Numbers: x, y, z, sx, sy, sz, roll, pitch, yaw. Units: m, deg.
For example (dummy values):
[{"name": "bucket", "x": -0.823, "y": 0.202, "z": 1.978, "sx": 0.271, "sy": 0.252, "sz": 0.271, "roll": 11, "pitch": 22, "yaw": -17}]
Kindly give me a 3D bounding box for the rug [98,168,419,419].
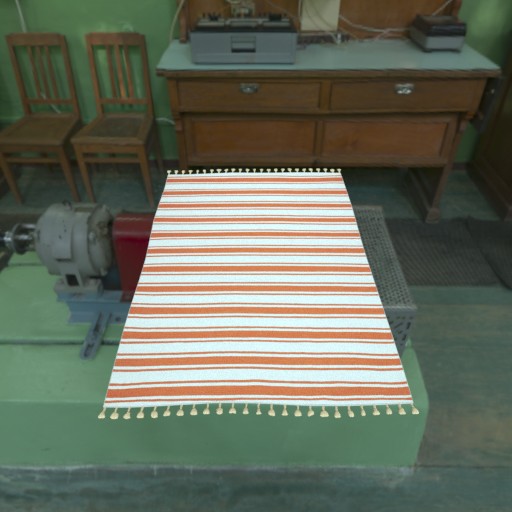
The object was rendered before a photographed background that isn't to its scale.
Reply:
[{"name": "rug", "x": 0.000, "y": 0.000, "z": 3.066, "sx": 1.556, "sy": 0.022, "sz": 2.433, "roll": 0, "pitch": 40, "yaw": -1}]
